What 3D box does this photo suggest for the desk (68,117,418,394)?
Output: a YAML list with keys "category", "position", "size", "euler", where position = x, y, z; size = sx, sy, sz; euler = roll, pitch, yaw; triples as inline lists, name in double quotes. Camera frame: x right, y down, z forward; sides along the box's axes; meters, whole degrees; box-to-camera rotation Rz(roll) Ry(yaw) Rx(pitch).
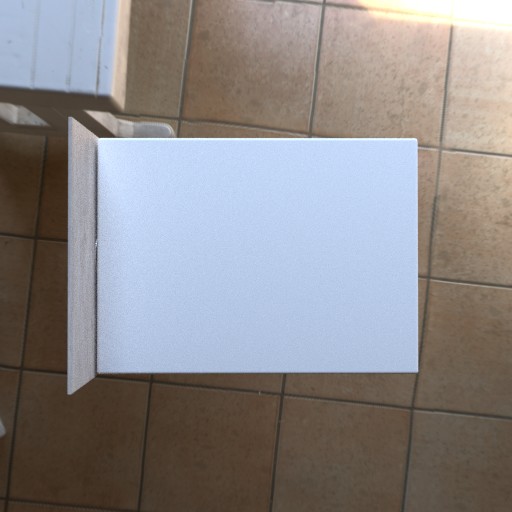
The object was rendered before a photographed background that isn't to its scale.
- category: "desk"
  position: [0.000, 0.000, 2.639]
  size: [1.900, 0.800, 1.400]
  euler: [0, 90, 0]
